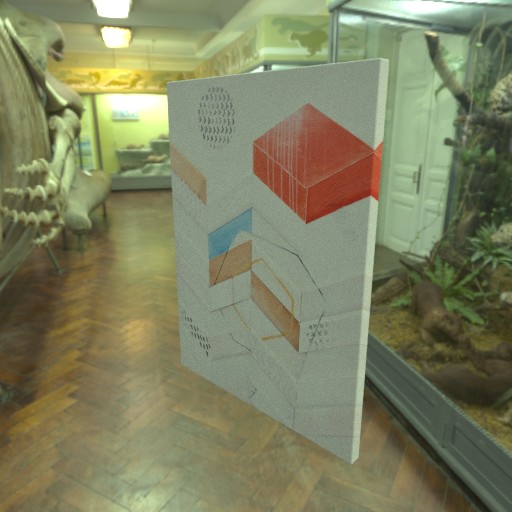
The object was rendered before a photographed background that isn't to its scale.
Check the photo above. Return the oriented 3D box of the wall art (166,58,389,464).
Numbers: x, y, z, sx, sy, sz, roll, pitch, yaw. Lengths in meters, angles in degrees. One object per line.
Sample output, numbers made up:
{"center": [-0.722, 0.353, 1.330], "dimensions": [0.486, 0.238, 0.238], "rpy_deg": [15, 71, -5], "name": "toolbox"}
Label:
{"center": [0.000, 0.000, 1.323], "dimensions": [0.759, 1.014, 0.045], "rpy_deg": [15, 22, 42], "name": "wall art"}
